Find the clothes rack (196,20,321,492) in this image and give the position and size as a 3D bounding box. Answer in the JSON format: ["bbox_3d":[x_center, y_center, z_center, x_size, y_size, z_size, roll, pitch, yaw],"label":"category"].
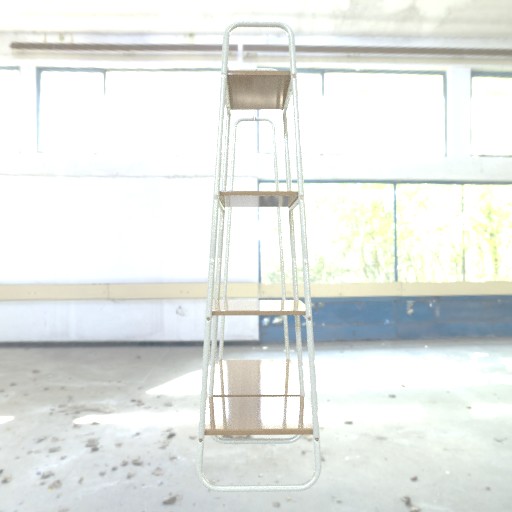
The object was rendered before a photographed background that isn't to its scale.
[{"bbox_3d":[0.000,0.000,1.907,0.400,1.500,1.011,0,0,-1],"label":"clothes rack"}]
